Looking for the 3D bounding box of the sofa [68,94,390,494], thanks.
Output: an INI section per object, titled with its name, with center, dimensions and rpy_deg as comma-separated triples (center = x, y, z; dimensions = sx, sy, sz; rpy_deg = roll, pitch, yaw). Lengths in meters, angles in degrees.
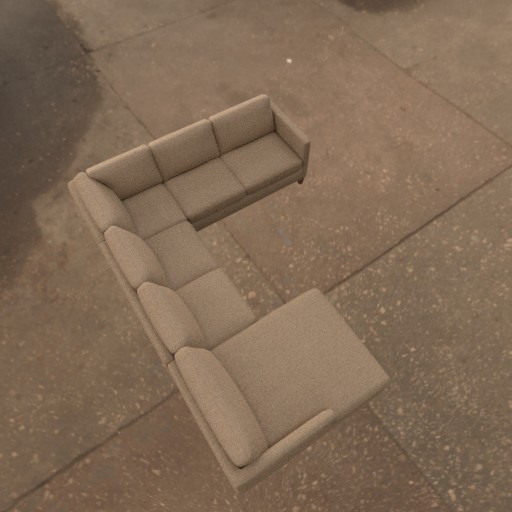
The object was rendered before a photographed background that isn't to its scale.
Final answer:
[sofa]
center = 0.000, 0.000, 4.420
dimensions = 2.551, 0.889, 3.403
rpy_deg = -29, 62, -17
